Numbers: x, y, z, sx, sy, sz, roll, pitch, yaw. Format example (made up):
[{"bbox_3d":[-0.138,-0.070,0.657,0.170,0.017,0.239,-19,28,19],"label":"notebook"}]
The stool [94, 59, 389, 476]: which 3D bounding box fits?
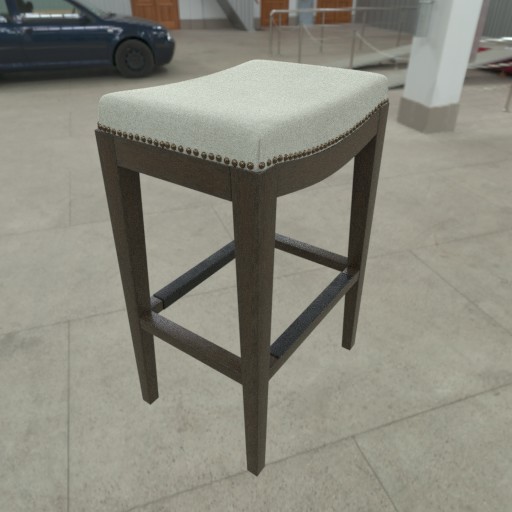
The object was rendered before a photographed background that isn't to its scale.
[{"bbox_3d":[0.000,0.000,1.017,0.358,0.759,0.498,21,38,29],"label":"stool"}]
